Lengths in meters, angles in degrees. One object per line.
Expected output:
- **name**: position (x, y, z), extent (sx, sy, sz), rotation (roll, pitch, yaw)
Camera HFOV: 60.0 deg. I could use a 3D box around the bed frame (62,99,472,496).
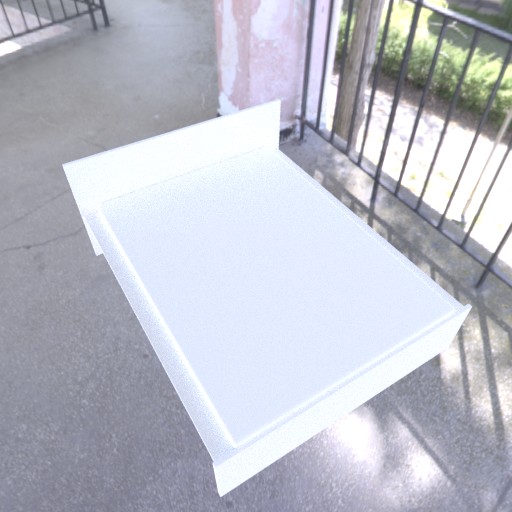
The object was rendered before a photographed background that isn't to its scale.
- **bed frame**: position (0.000, 0.000, 2.764), extent (1.622, 0.800, 1.960), rotation (-24, 51, -21)
